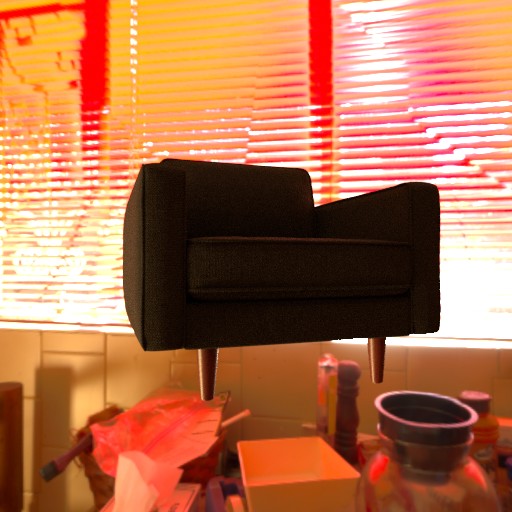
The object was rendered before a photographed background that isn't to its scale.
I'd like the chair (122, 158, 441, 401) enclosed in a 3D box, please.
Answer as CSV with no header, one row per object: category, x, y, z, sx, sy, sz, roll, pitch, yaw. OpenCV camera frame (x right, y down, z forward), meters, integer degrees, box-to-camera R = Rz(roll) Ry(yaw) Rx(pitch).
chair,0.000,0.000,1.600,0.899,0.770,0.919,0,-1,-19
